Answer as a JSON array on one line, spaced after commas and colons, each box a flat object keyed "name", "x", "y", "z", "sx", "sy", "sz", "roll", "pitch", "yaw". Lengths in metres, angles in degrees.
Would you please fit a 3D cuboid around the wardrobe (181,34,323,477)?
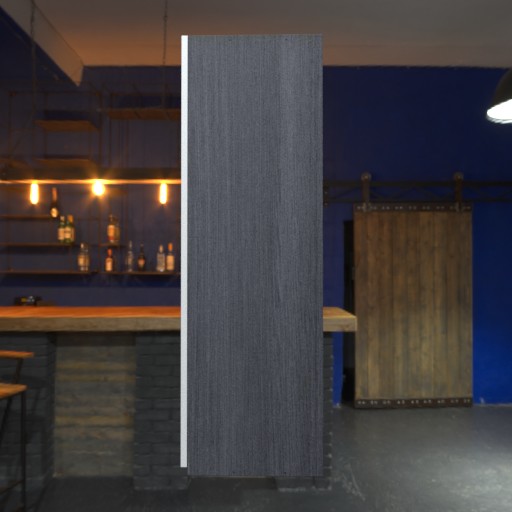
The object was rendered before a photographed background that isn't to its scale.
[{"name": "wardrobe", "x": 0.000, "y": 0.000, "z": 2.853, "sx": 0.629, "sy": 1.960, "sz": 1.780, "roll": 0, "pitch": -1, "yaw": 1}]
